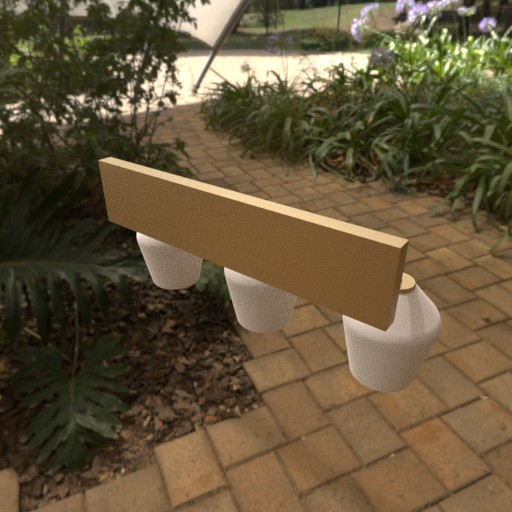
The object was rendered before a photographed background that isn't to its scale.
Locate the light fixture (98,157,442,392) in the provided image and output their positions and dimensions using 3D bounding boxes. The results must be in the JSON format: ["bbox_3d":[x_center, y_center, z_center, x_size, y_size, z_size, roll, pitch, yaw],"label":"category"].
[{"bbox_3d":[0.000,0.000,0.750,0.609,0.280,0.190,20,35,32],"label":"light fixture"}]
